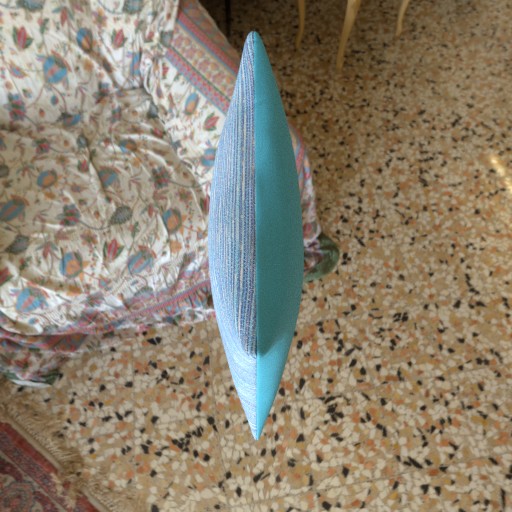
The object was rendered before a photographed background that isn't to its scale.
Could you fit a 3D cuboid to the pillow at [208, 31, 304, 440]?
[{"bbox_3d":[0.000,0.000,0.756,0.150,0.497,0.514,0,59,0],"label":"pillow"}]
